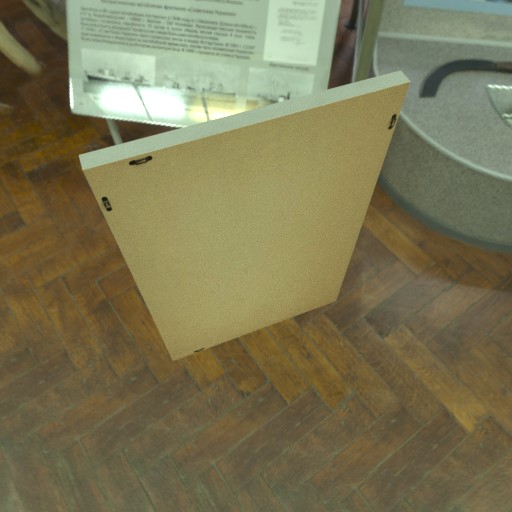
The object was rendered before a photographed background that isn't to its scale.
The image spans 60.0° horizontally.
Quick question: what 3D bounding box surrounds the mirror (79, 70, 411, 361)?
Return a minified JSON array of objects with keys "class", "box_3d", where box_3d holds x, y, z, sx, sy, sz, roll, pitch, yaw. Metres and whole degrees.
[{"class":"mirror","box_3d":[0.000,0.000,1.162,0.609,0.915,0.041,-18,60,-11]}]
